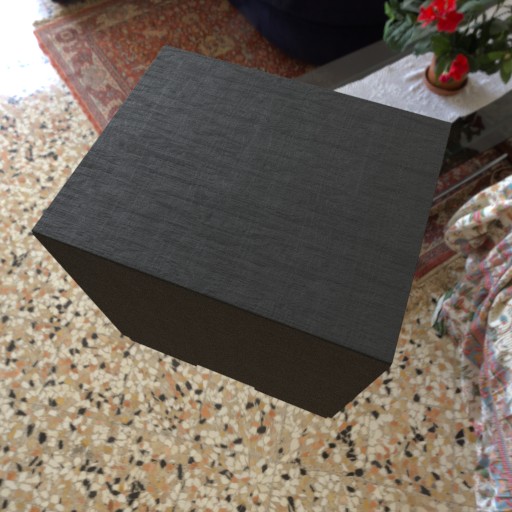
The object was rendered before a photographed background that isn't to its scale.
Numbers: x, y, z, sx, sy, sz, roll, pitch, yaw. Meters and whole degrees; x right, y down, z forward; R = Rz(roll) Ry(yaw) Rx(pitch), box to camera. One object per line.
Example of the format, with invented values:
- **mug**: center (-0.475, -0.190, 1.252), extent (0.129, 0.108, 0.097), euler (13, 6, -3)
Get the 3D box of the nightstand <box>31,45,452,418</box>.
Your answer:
- **nightstand**: center (0.000, 0.000, 0.750), extent (0.427, 0.448, 0.347), euler (19, 64, 10)
